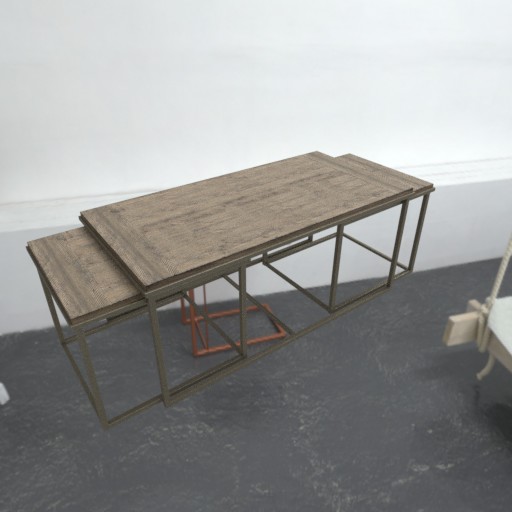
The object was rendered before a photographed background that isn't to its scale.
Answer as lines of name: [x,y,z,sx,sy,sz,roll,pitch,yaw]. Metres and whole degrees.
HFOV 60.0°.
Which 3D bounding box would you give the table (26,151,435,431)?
table: [0.000,0.000,1.529,1.312,0.427,0.489,-21,37,-30]
